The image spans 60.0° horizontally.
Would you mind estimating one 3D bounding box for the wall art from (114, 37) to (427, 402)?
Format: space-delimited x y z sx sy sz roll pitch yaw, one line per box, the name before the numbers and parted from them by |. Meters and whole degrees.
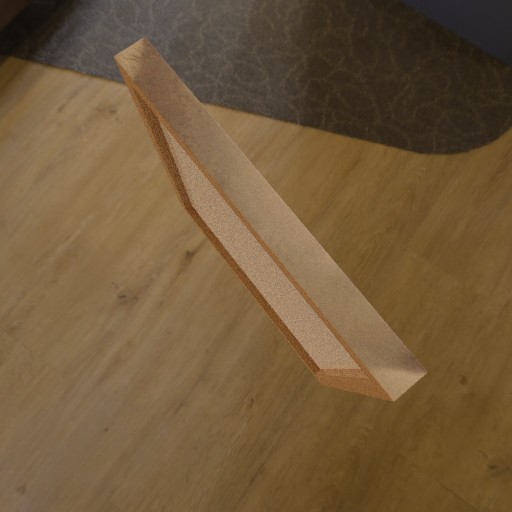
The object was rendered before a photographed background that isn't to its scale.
wall art | 0.000 0.000 0.442 0.028 0.303 0.303 -37 79 -9
